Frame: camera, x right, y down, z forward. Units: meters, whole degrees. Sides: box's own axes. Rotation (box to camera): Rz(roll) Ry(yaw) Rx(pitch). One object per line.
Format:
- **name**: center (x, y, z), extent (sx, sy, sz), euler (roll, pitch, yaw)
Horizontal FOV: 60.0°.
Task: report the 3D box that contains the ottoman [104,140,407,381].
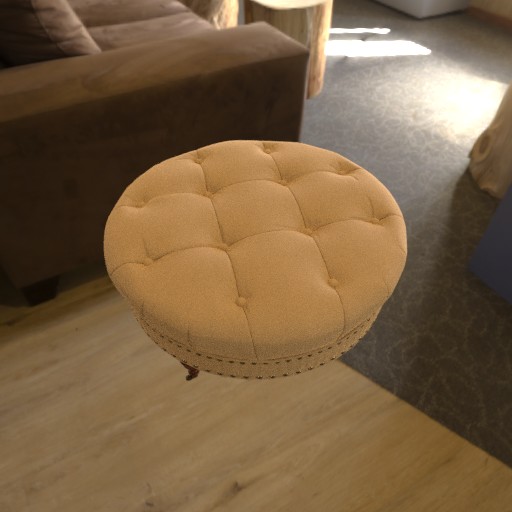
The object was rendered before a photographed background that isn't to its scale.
- **ottoman**: center (0.000, 0.000, 1.453), extent (0.901, 0.439, 0.901), euler (0, 46, 0)
